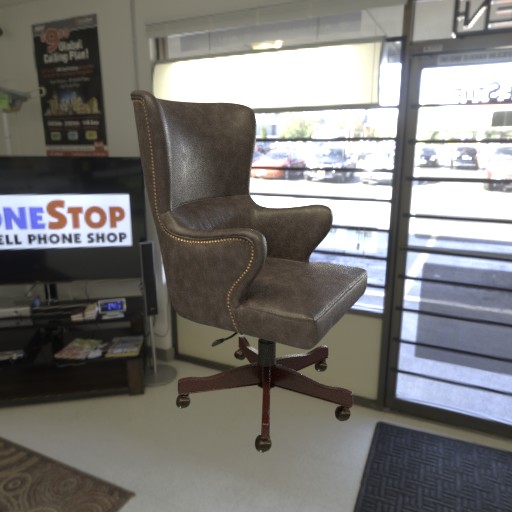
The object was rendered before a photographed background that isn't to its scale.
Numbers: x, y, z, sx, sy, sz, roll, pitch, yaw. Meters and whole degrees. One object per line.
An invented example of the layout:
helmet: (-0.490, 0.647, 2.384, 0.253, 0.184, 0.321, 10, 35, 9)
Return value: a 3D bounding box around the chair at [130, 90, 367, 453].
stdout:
chair: (0.000, 0.000, 1.495, 0.717, 1.037, 0.594, 8, 16, 28)
